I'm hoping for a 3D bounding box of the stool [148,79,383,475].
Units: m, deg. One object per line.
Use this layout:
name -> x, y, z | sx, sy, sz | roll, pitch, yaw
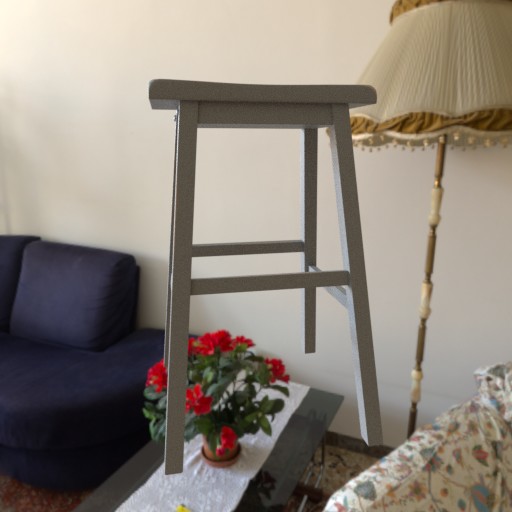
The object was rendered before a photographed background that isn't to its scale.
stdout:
stool -> 0.000, 0.000, 1.039 | 0.457, 0.737, 0.476 | -3, 14, -11
